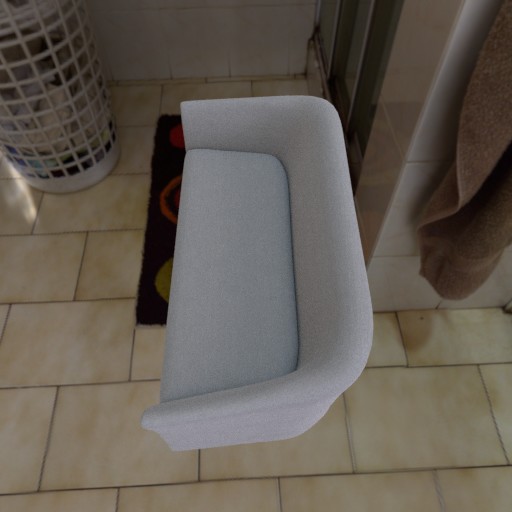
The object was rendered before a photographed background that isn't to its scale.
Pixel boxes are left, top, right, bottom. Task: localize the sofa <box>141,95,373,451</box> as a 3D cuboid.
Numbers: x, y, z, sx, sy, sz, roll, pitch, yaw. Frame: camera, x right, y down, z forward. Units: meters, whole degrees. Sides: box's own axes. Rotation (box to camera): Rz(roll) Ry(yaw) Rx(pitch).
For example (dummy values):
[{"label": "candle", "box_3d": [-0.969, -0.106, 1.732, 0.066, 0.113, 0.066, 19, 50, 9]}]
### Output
[{"label": "sofa", "box_3d": [0.000, 0.000, 1.859, 0.705, 0.721, 1.452, 0, 57, 0]}]
